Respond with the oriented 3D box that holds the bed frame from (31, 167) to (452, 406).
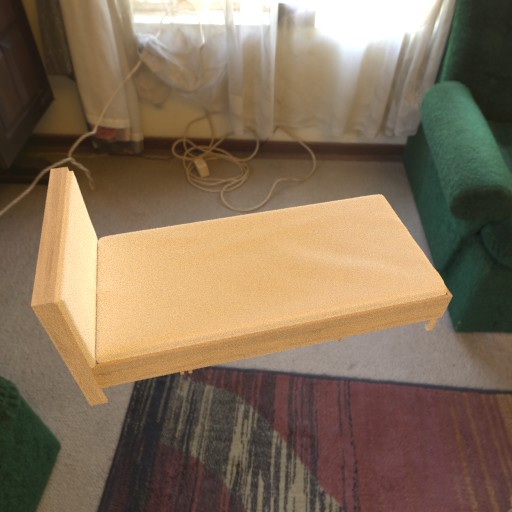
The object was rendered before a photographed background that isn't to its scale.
[{"bbox_3d":[0.000,0.000,2.663,2.140,0.920,0.990,-10,47,-9],"label":"bed frame"}]
